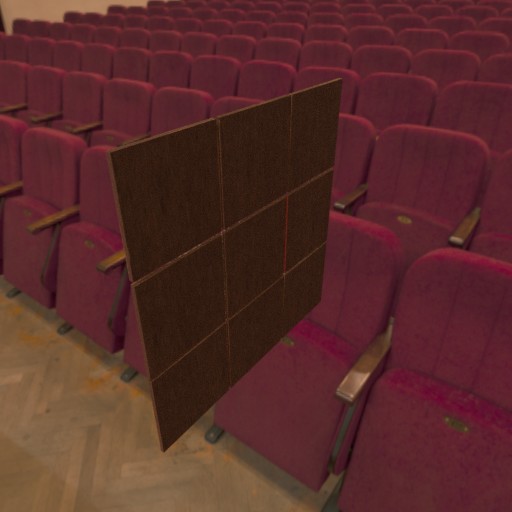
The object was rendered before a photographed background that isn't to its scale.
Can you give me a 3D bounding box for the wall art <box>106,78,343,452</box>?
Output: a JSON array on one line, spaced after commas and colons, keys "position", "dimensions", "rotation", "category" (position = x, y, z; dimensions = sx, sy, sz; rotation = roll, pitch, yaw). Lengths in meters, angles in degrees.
[{"position": [0.000, 0.000, 1.381], "dimensions": [0.013, 0.914, 0.915], "rotation": [22, 38, 31], "category": "wall art"}]
